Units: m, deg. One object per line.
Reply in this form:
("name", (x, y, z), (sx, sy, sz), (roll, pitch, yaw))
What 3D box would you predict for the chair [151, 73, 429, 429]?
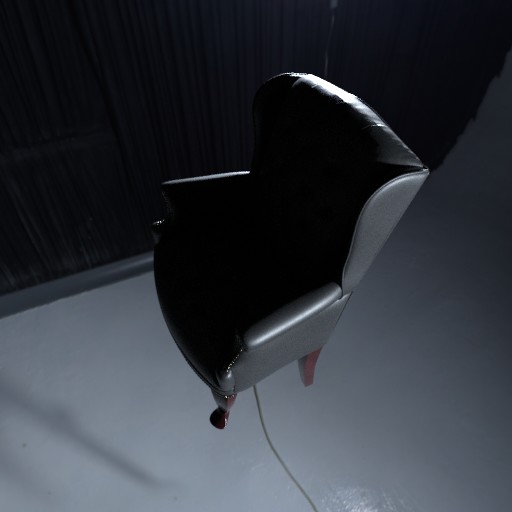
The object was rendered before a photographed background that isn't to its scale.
("chair", (0.000, 0.000, 1.655), (0.762, 1.111, 0.838), (-19, 49, -17))
